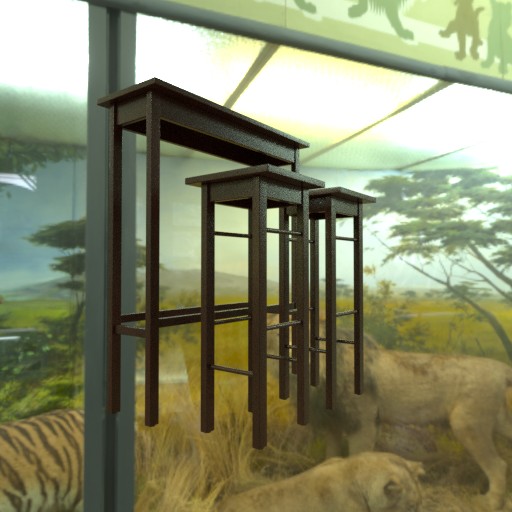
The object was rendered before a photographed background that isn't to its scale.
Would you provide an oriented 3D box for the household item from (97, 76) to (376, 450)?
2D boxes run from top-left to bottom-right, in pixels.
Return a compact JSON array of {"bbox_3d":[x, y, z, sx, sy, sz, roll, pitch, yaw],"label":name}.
[{"bbox_3d":[0.000,0.000,1.665,0.676,1.067,0.914,-1,-2,37],"label":"household item"}]
